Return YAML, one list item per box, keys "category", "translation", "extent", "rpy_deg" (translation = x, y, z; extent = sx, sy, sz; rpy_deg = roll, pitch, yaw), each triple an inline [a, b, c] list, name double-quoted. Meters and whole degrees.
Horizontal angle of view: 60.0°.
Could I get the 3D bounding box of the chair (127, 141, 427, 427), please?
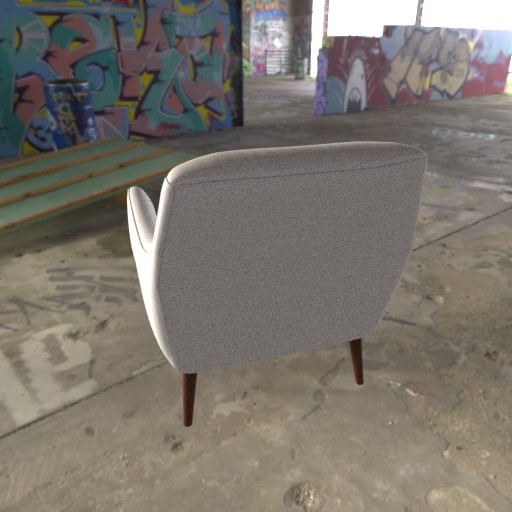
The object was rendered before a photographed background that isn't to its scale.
- category: "chair"
  translation: [0.000, 0.000, 1.452]
  extent: [0.762, 0.838, 0.787]
  rpy_deg: [-8, 27, -16]
